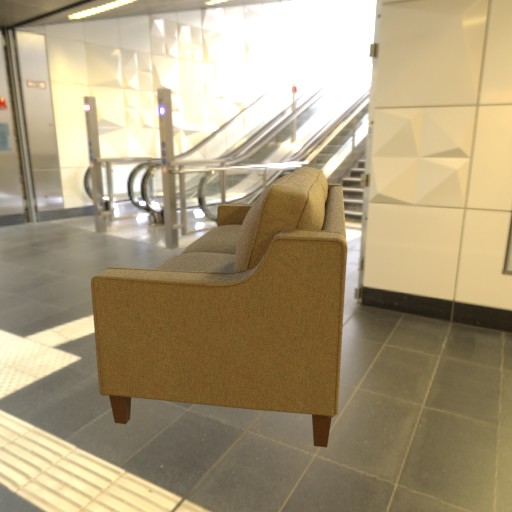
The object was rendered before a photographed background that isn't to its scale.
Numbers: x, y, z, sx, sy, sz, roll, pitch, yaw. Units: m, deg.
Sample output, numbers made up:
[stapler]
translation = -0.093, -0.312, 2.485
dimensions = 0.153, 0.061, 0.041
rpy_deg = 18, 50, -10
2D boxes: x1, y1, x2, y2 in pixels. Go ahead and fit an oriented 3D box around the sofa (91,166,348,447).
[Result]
[sofa]
translation = 0.000, 0.000, 2.801
dimensions = 1.073, 1.074, 2.181
rpy_deg = 2, 15, 9
